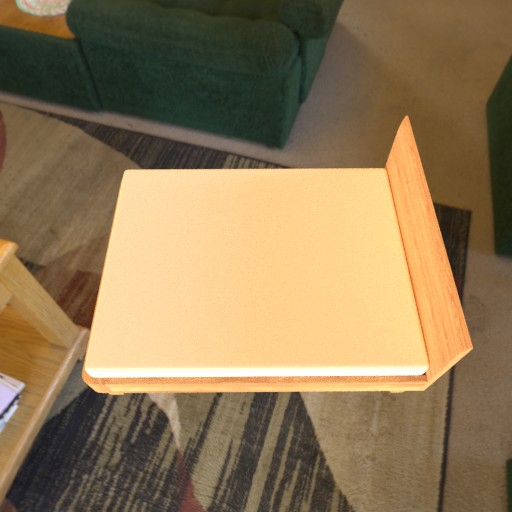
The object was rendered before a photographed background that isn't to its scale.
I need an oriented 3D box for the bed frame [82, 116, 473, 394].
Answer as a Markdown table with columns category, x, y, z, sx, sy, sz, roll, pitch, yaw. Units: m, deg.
| category | x | y | z | sx | sy | sz | roll | pitch | yaw |
| --- | --- | --- | --- | --- | --- | --- | --- | --- | --- |
| bed frame | 0.000 | 0.000 | 2.979 | 2.092 | 0.940 | 1.660 | 0 | 58 | 0 |
